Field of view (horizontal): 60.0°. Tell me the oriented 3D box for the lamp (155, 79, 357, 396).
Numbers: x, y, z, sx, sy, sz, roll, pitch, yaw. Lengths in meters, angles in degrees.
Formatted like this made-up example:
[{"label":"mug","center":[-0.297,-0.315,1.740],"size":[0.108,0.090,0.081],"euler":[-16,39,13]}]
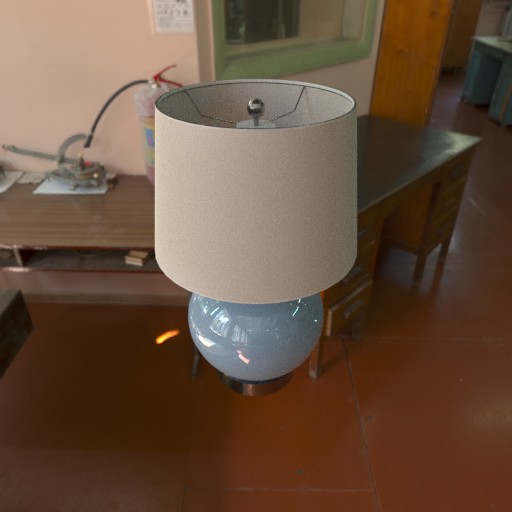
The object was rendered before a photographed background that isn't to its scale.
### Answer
[{"label":"lamp","center":[0.000,0.000,0.562],"size":[0.247,0.387,0.247],"euler":[0,33,0]}]
